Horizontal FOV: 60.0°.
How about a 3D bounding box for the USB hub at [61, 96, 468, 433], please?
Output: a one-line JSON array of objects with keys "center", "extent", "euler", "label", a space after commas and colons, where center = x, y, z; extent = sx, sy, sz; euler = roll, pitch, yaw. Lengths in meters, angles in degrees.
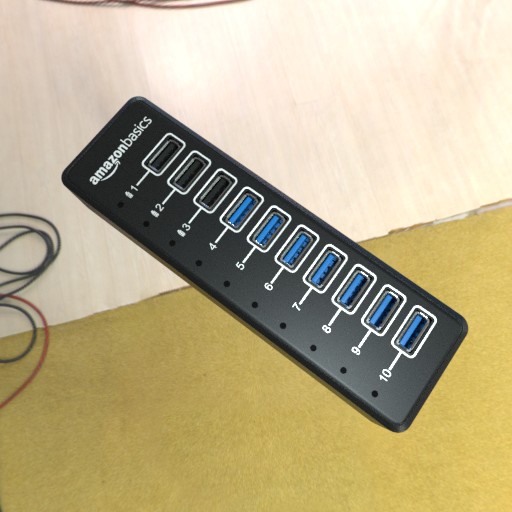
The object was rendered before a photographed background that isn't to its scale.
[{"center": [0.000, 0.000, 0.161], "extent": [0.145, 0.023, 0.044], "euler": [36, 78, 8], "label": "USB hub"}]
